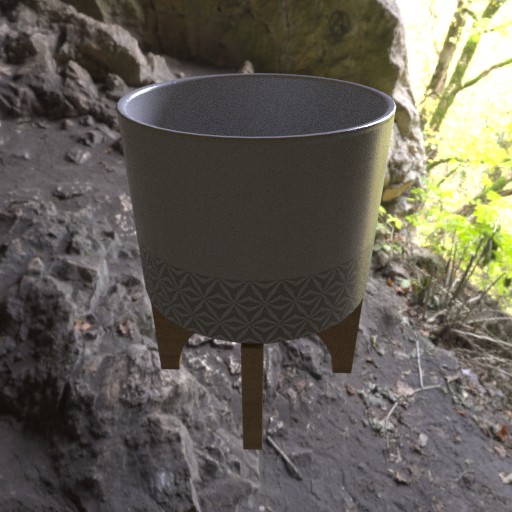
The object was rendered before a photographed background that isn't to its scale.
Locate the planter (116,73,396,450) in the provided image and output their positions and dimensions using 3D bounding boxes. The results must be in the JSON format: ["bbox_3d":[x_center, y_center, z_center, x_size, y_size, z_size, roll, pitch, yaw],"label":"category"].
[{"bbox_3d":[0.000,0.000,0.377,0.188,0.260,0.188,0,32,0],"label":"planter"}]
